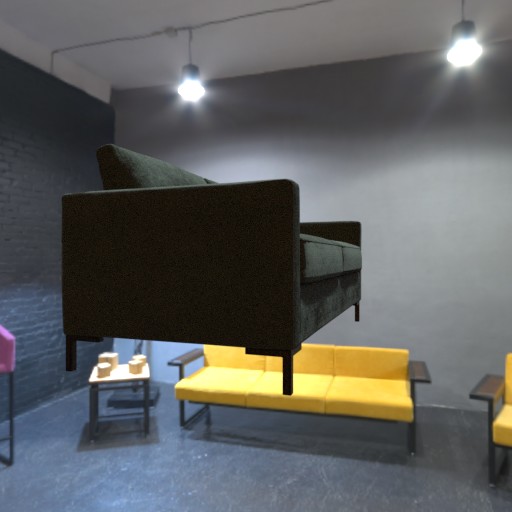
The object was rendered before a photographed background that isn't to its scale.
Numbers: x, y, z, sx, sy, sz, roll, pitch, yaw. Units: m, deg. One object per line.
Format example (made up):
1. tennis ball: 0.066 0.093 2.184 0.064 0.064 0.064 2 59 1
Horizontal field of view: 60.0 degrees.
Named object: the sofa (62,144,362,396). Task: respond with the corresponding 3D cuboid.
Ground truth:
1. sofa: 0.000 0.000 2.176 0.875 0.817 1.676 0 0 20
